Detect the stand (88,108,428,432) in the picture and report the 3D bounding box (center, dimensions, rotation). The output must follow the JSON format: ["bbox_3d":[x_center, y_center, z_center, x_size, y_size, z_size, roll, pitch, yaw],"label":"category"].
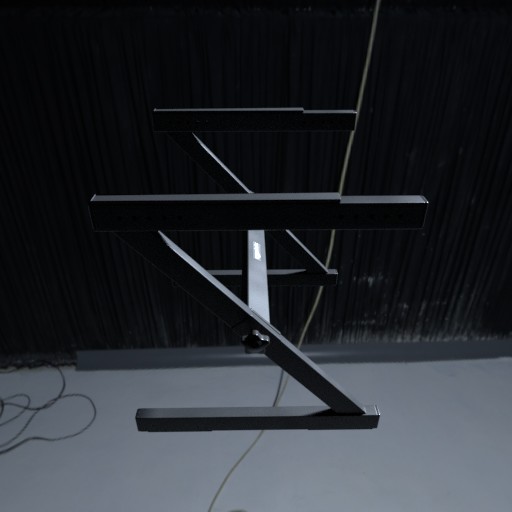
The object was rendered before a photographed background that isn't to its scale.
[{"bbox_3d":[0.000,0.000,1.179,0.586,0.617,0.700,0,32,-1],"label":"stand"}]
